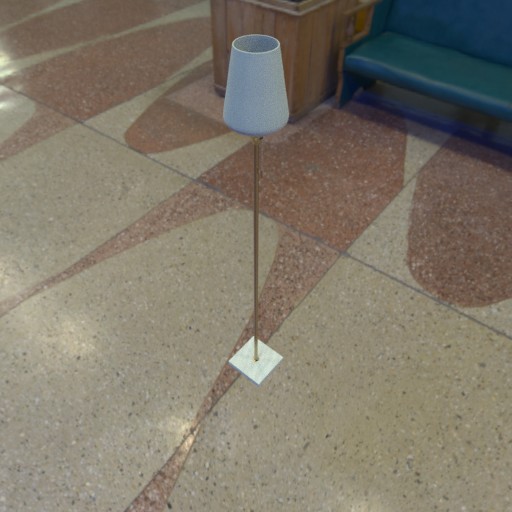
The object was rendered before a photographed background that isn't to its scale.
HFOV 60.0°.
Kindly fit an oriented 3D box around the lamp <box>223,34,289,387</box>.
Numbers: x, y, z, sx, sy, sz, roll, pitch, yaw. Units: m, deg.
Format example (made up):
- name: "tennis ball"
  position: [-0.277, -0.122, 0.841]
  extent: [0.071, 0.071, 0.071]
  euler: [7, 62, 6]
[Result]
- name: "lamp"
  position: [0.000, 0.000, 1.962]
  extent: [0.232, 1.813, 0.229]
  euler: [31, 54, 26]
